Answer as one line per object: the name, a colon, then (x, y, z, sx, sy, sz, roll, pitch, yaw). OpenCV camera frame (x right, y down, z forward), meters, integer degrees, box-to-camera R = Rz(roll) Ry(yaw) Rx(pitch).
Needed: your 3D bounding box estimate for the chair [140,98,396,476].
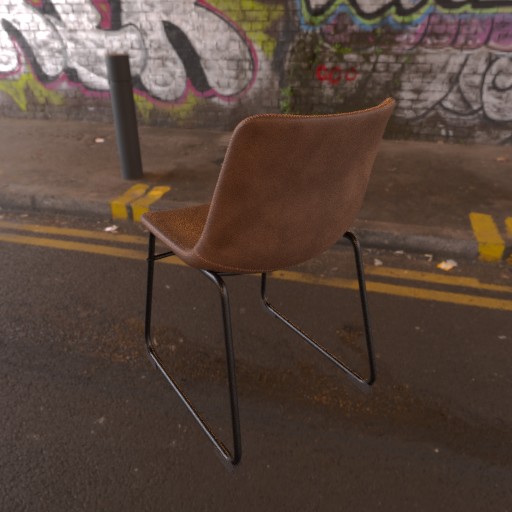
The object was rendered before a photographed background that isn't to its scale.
chair: (0.000, 0.000, 1.103, 0.460, 0.780, 0.551, -18, 33, -30)
